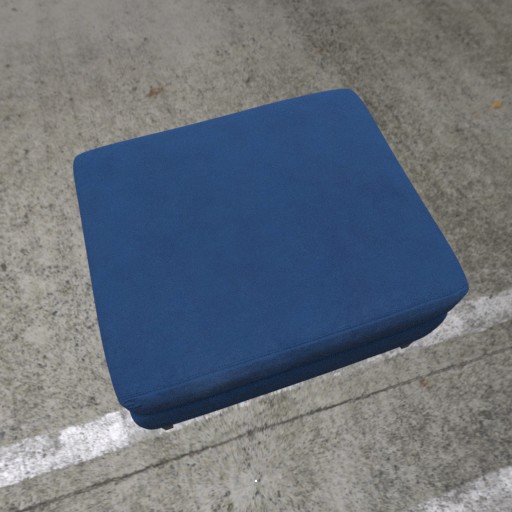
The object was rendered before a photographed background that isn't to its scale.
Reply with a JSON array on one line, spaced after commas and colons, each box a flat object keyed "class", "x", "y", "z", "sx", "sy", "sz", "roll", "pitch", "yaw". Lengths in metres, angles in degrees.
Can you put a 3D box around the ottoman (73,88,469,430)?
[{"class": "ottoman", "x": 0.000, "y": 0.000, "z": 1.167, "sx": 0.794, "sy": 0.485, "sz": 0.655, "roll": -17, "pitch": 64, "yaw": -8}]
